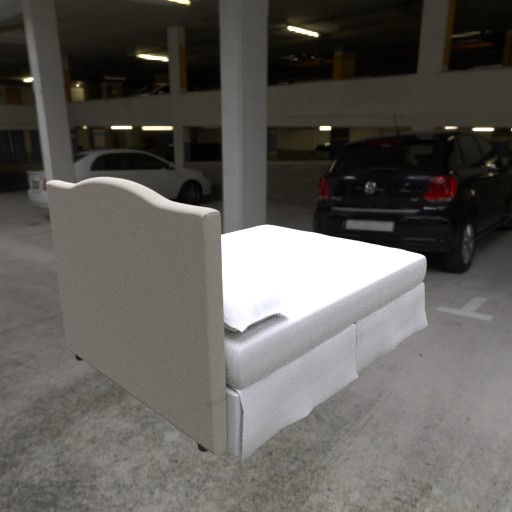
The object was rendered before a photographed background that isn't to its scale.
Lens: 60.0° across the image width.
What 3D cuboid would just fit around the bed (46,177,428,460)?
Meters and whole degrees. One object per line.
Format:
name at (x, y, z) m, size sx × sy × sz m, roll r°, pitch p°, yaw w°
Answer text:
bed at (0.000, 0.000, 3.557) m, size 1.977 × 1.437 × 2.477 m, roll 15°, pitch 22°, yaw 41°
